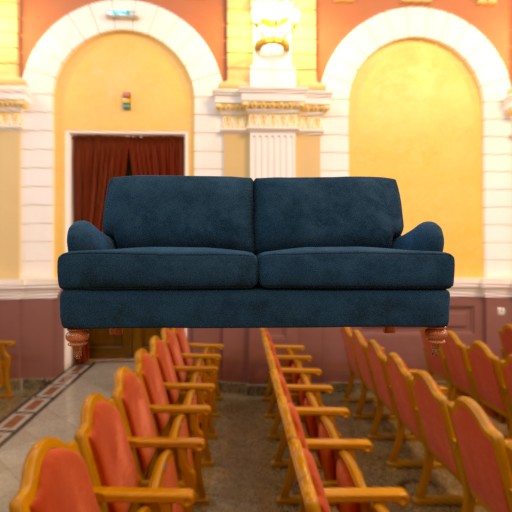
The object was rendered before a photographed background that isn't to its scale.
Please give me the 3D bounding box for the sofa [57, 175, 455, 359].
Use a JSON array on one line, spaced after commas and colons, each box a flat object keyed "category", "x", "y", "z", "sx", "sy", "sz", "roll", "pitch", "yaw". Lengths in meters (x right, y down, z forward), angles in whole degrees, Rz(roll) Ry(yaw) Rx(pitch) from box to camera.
[{"category": "sofa", "x": 0.000, "y": 0.000, "z": 2.817, "sx": 2.141, "sy": 1.101, "sz": 1.084, "roll": 0, "pitch": 1, "yaw": -2}]
